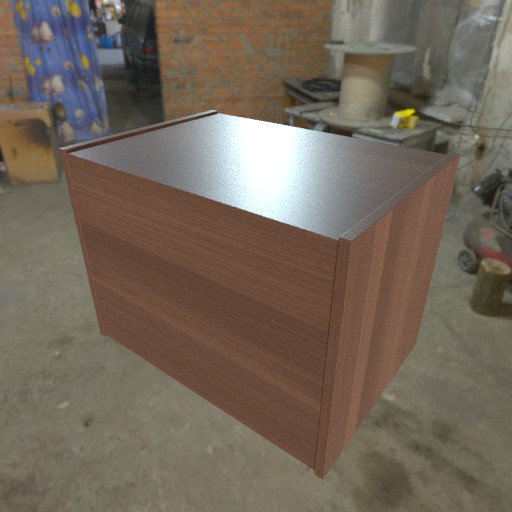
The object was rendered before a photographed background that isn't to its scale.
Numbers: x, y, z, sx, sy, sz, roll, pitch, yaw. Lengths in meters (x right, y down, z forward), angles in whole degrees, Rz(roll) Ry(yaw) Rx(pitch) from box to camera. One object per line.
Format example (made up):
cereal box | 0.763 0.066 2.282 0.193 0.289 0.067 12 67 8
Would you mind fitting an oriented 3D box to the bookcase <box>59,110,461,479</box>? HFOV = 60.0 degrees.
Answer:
bookcase | 0.000 0.000 0.633 0.415 0.305 0.290 21 36 32
